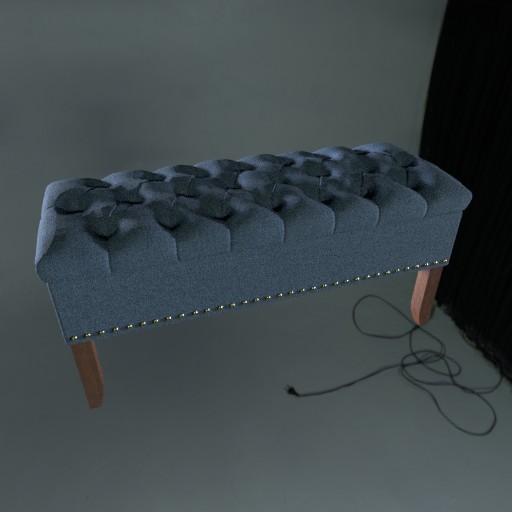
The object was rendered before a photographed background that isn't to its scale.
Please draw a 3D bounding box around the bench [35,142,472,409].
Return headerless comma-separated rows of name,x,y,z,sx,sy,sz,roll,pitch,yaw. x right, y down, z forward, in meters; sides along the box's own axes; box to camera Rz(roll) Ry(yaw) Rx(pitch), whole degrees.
bench,0.000,0.000,1.276,1.052,0.492,0.417,-10,34,-15
